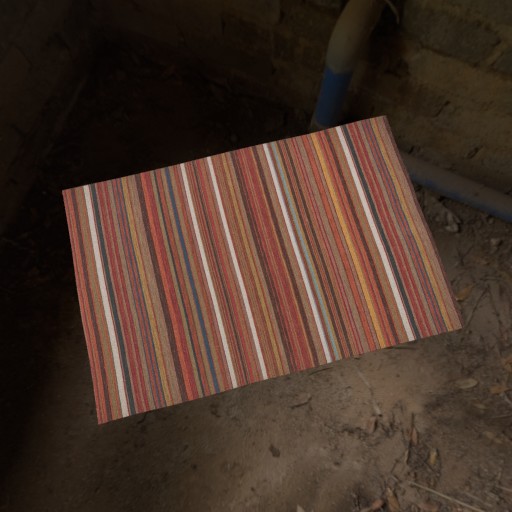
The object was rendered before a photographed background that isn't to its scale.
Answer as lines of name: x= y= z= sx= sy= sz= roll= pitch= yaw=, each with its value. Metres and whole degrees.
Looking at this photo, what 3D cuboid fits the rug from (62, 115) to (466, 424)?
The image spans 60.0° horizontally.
rug: x=0.000 y=0.000 z=2.276 sx=1.828 sy=0.007 sz=1.217 roll=-14 pitch=76 yaw=-4
